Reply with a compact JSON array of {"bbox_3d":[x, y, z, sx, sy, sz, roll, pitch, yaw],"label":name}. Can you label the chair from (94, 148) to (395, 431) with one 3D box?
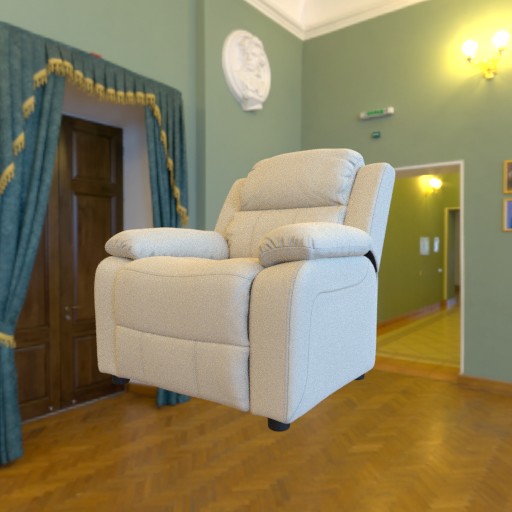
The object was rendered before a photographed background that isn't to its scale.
[{"bbox_3d":[0.000,0.000,1.295,0.680,0.702,0.709,1,2,36],"label":"chair"}]
